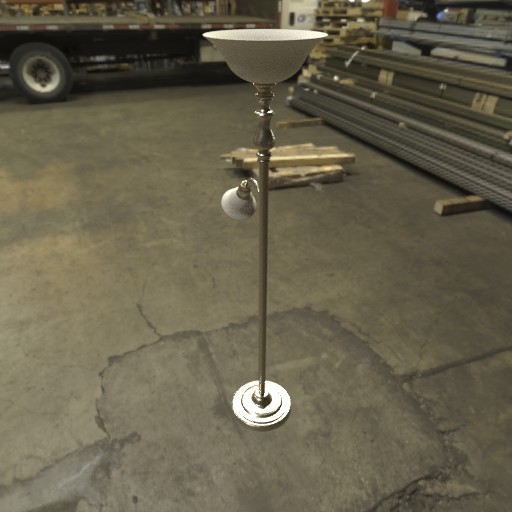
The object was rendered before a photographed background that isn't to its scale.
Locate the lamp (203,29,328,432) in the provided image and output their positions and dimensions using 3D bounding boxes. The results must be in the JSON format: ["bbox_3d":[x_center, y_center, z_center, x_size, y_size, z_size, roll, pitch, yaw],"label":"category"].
[{"bbox_3d":[0.000,0.000,1.973,0.405,1.785,0.575,-11,33,-18],"label":"lamp"}]
